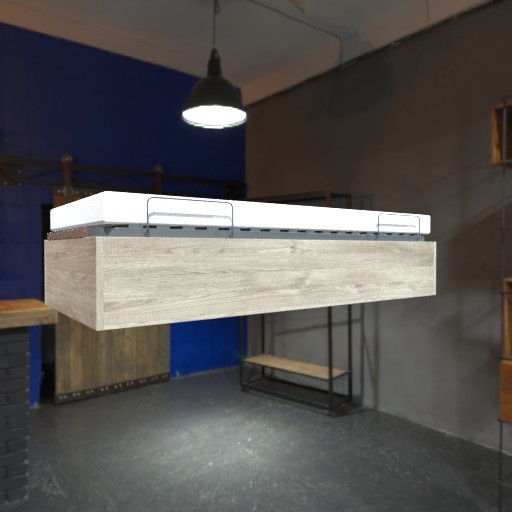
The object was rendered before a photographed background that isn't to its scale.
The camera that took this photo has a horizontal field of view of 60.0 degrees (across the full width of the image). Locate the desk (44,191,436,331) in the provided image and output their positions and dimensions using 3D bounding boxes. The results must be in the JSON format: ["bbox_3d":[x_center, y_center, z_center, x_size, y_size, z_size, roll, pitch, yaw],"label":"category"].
[{"bbox_3d":[0.000,0.000,2.329,1.900,0.455,0.900,-1,1,-36],"label":"desk"}]
